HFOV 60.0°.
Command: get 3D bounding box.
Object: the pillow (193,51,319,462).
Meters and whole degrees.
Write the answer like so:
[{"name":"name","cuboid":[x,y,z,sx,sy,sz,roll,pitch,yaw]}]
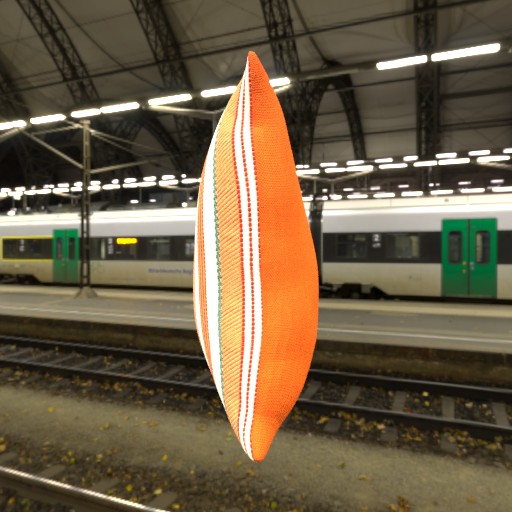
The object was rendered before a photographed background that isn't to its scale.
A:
[{"name":"pillow","cuboid":[0.000,0.000,0.673,0.182,0.441,0.440,0,1,2]}]
